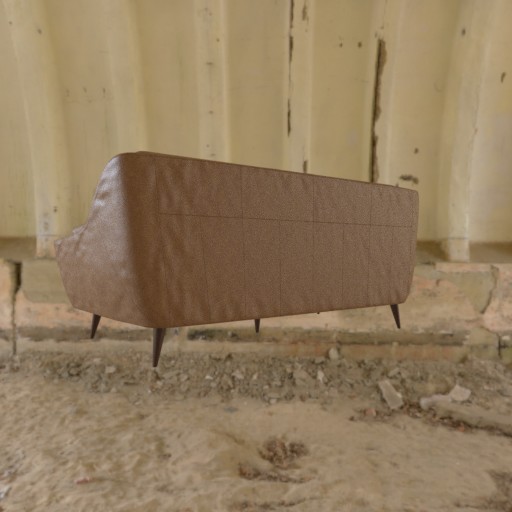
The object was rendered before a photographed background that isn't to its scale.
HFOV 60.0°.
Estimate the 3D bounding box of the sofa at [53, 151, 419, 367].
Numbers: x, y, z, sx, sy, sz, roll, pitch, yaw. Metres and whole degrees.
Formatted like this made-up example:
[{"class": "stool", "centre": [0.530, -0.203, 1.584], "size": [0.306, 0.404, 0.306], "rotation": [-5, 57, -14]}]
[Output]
[{"class": "sofa", "centre": [0.000, 0.000, 2.433], "size": [1.902, 0.839, 0.904], "rotation": [0, 1, -35]}]
